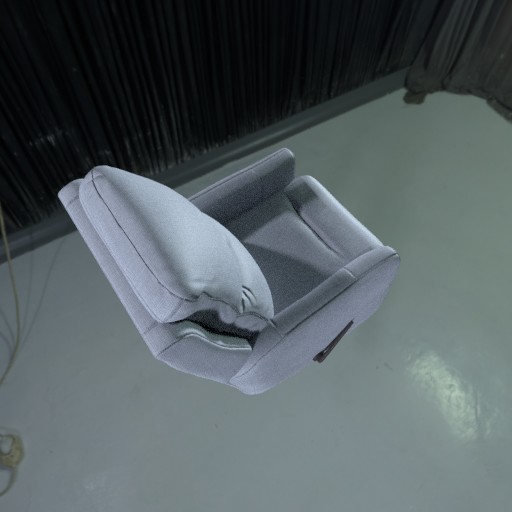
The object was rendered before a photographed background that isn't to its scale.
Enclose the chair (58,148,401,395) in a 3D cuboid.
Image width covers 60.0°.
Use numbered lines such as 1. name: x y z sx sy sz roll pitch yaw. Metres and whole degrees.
1. chair: 0.000 0.000 1.777 1.080 1.030 0.829 -30 62 -18
